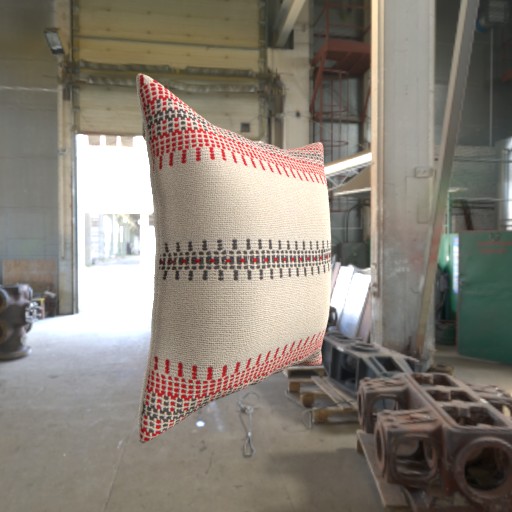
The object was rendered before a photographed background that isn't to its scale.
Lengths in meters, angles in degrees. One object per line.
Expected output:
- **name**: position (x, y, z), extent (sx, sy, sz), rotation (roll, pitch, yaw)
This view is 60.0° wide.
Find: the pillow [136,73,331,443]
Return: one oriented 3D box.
- **pillow**: position (0.000, 0.000, 0.723), extent (0.160, 0.454, 0.463), rotation (1, 1, 37)
